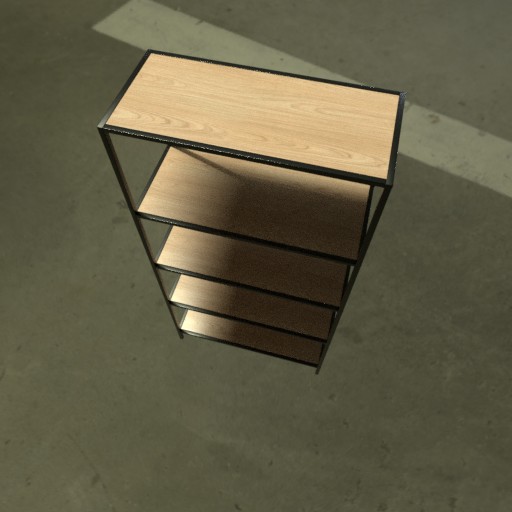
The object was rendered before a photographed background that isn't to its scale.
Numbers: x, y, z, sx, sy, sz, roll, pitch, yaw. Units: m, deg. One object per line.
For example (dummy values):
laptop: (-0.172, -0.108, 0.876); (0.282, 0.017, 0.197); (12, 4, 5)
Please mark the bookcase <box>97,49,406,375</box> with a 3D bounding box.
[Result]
bookcase: (0.000, 0.000, 1.831); (0.770, 1.500, 0.350); (13, 59, 8)
